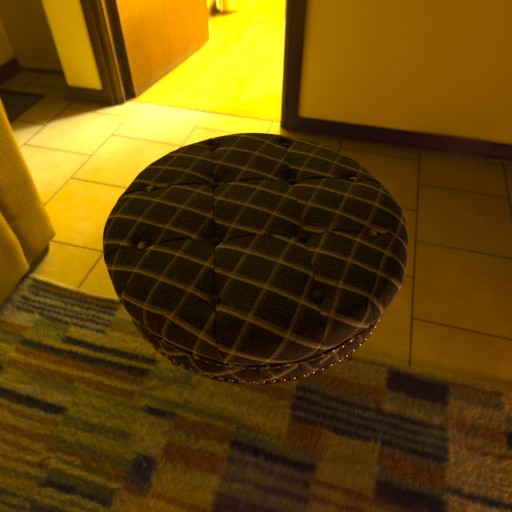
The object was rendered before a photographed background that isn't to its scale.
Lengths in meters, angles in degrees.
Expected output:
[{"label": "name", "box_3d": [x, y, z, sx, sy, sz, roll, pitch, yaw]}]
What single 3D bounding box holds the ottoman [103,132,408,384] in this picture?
[{"label": "ottoman", "box_3d": [0.000, 0.000, 1.415, 0.901, 0.439, 0.901, 0, 46, 0]}]
